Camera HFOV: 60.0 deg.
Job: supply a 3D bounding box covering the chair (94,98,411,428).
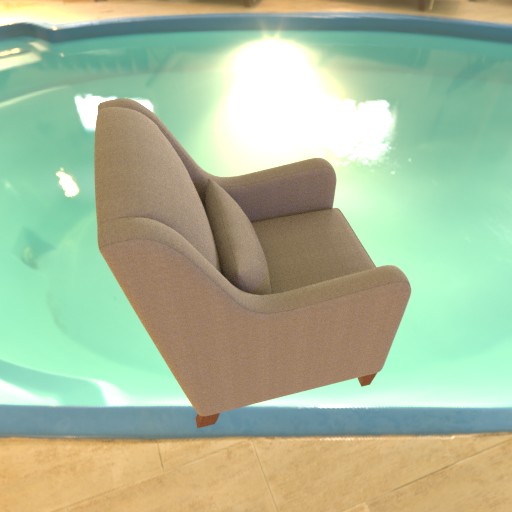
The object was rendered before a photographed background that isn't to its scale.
[{"bbox_3d":[0.000,0.000,1.600,0.890,1.017,0.715,-10,46,-10],"label":"chair"}]
